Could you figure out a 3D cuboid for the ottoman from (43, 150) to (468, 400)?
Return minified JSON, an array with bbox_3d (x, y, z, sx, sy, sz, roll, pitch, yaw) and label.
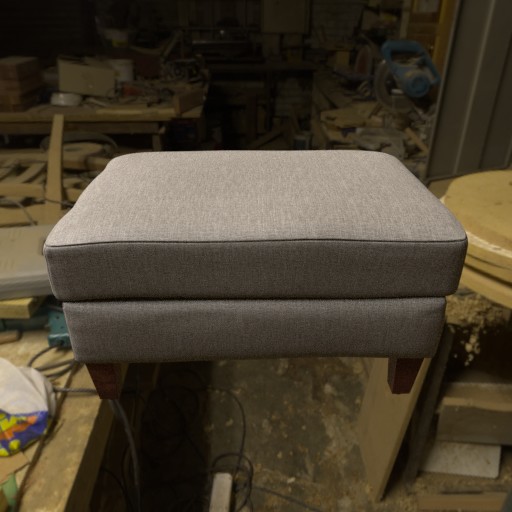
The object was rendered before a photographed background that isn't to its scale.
[{"bbox_3d":[0.000,0.000,1.218,0.873,0.494,0.639,-1,30,-1],"label":"ottoman"}]
